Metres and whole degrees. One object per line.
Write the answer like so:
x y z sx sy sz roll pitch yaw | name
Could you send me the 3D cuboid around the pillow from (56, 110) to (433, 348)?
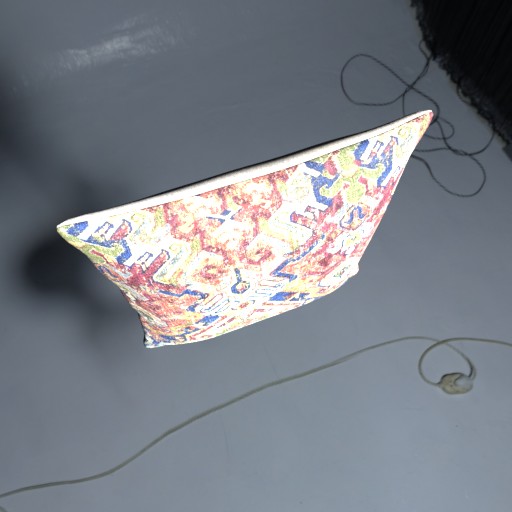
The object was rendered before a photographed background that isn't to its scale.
0.000 0.000 0.790 0.523 0.506 0.166 -19 65 -9 | pillow
